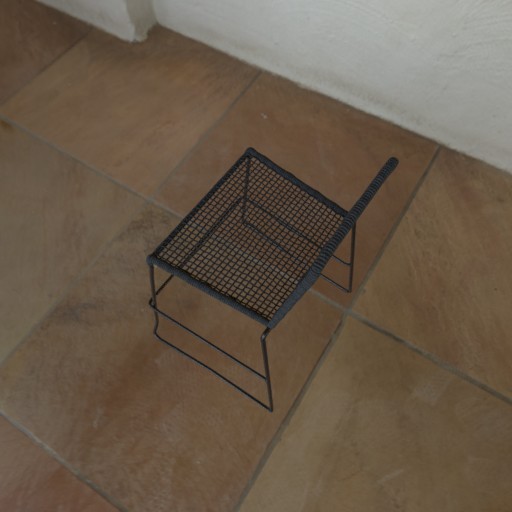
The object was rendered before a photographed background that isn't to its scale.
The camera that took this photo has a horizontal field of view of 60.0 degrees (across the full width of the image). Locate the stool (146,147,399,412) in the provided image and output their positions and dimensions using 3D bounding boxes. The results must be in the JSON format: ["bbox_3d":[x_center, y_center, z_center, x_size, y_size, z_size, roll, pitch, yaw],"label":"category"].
[{"bbox_3d":[0.000,0.000,1.260,0.509,0.905,0.590,32,67,15],"label":"stool"}]
